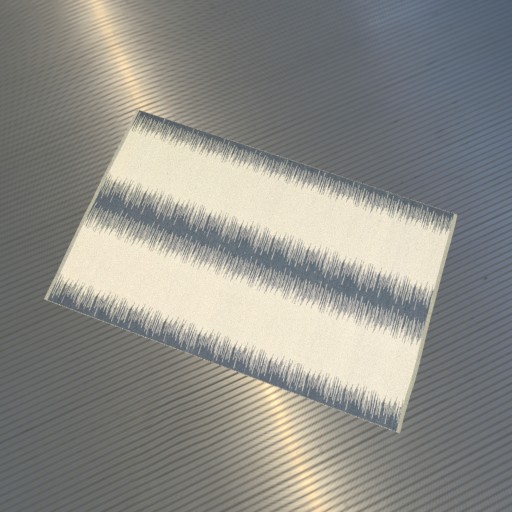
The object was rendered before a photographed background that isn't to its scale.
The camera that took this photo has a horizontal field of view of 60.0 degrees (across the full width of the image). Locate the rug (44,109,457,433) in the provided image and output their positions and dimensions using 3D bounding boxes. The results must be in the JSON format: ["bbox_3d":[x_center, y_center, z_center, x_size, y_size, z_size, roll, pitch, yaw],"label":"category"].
[{"bbox_3d":[0.000,0.000,3.017,2.453,0.003,1.519,19,76,5],"label":"rug"}]
